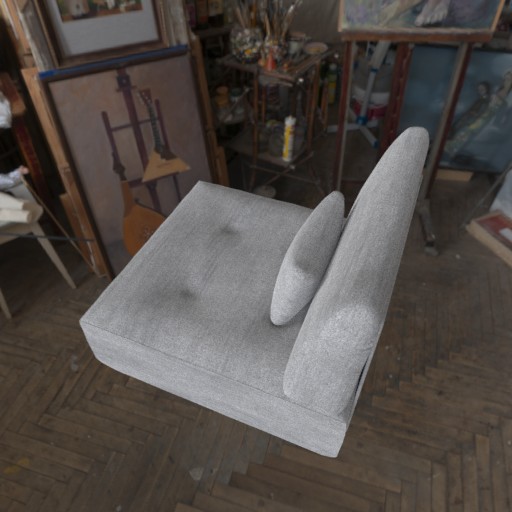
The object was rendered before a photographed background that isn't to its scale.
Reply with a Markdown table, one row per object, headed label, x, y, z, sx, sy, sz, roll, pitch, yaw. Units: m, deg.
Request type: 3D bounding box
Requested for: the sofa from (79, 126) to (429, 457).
| label | x | y | z | sx | sy | sz | roll | pitch | yaw |
| --- | --- | --- | --- | --- | --- | --- | --- | --- | --- |
| sofa | 0.000 | 0.000 | 1.687 | 1.000 | 0.820 | 0.930 | 17 | 48 | 16 |
